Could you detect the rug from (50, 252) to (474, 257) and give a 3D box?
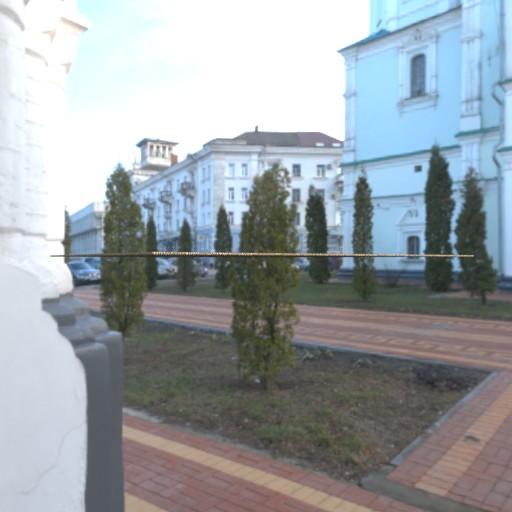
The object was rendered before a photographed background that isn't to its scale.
[{"bbox_3d":[0.000,0.000,4.074,3.034,0.012,2.471,0,-1,-36],"label":"rug"}]
